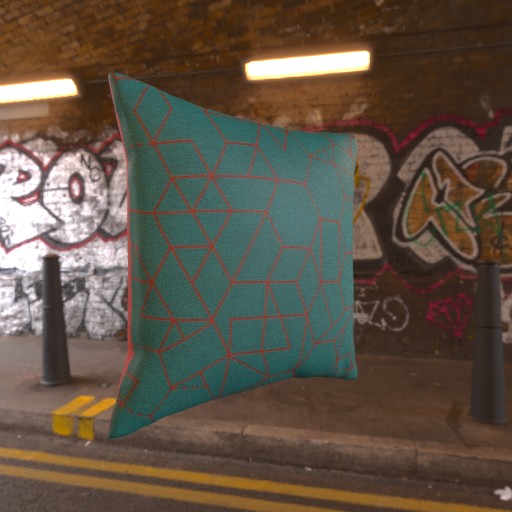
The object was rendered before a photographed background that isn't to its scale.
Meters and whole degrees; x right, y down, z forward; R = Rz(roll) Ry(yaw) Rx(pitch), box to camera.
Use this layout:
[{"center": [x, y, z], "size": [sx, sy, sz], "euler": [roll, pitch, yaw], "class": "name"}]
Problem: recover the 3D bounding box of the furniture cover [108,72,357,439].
[{"center": [0.000, 0.000, 0.769], "size": [0.517, 0.508, 0.158], "euler": [0, 0, -38], "class": "furniture cover"}]
